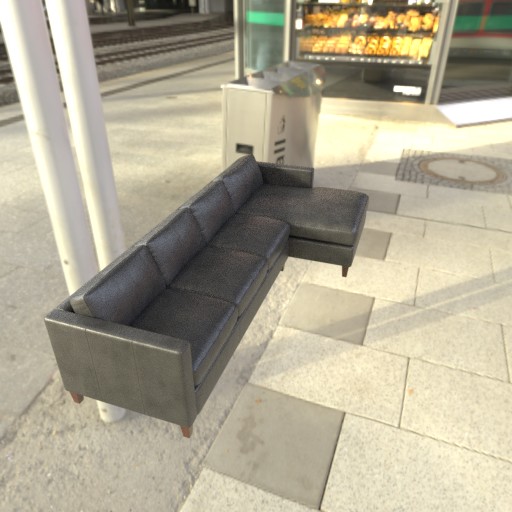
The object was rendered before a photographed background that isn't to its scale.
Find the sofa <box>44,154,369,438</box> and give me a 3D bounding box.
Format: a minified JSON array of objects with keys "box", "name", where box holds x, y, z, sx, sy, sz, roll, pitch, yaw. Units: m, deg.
[{"box":[0.000,0.000,3.863,1.581,0.883,3.203,10,32,17],"name":"sofa"}]
